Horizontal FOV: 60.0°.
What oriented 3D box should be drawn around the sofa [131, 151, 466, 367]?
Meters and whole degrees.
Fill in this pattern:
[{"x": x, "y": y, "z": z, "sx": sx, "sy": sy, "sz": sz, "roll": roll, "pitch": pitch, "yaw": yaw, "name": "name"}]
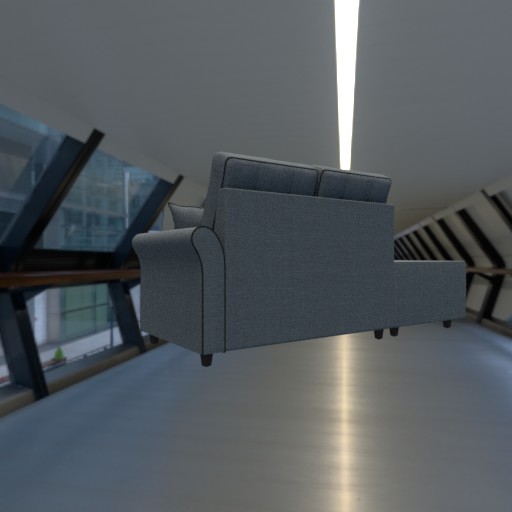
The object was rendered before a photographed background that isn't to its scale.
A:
[{"x": 0.000, "y": 0.000, "z": 3.290, "sx": 2.070, "sy": 0.988, "sz": 2.068, "roll": 0, "pitch": 0, "yaw": -34, "name": "sofa"}]
